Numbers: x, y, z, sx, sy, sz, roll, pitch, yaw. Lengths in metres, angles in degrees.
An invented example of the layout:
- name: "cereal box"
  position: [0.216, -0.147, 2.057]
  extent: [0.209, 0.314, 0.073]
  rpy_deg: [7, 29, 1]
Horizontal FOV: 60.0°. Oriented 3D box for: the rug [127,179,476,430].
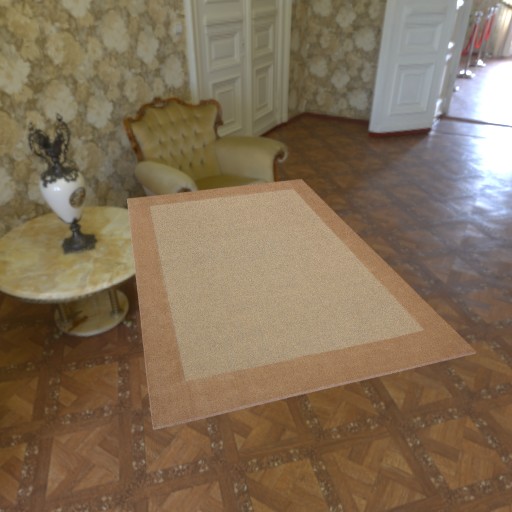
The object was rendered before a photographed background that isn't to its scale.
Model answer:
- name: "rug"
  position: [0.000, 0.000, 2.295]
  extent: [1.219, 0.014, 1.829]
  rpy_deg: [-9, 33, -14]
